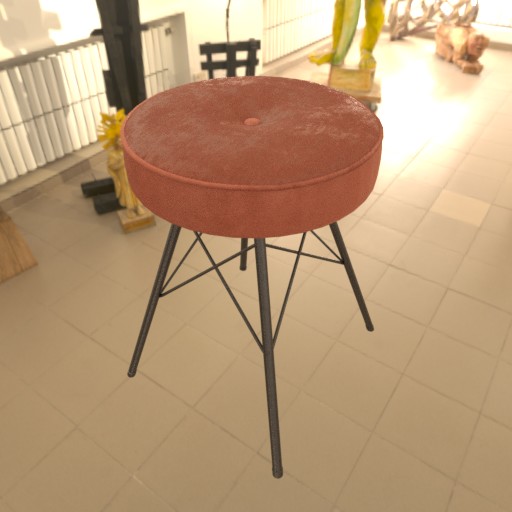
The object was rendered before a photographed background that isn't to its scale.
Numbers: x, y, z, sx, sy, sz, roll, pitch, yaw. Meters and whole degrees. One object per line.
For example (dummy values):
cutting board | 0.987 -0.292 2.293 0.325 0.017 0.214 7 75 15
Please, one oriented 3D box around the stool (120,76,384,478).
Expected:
stool | 0.000 0.000 0.880 0.421 0.593 0.457 24 46 26
